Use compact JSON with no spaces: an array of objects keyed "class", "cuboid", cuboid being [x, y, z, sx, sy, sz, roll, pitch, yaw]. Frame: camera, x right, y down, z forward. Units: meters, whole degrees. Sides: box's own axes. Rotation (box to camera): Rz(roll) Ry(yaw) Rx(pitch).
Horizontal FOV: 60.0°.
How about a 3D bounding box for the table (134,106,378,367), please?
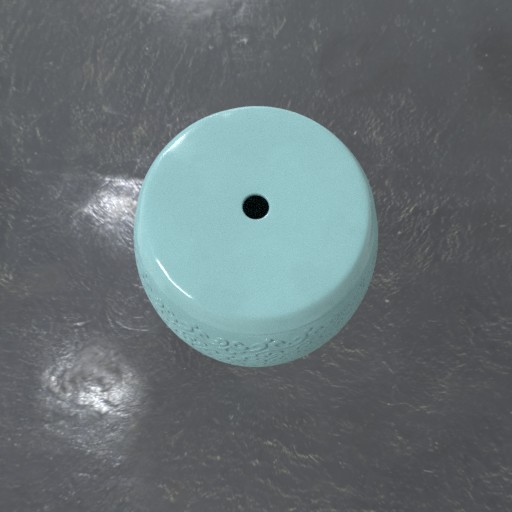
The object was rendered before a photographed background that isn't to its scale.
[{"class":"table","cuboid":[0.000,0.000,0.635,0.309,0.397,0.309,0,75,0]}]
